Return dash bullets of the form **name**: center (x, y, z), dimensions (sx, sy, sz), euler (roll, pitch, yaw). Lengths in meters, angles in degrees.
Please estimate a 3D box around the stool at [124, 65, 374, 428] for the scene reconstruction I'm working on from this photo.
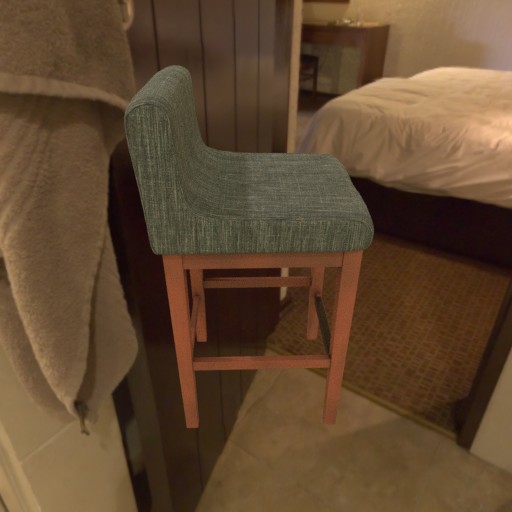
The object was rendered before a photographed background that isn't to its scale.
- **stool**: center (0.000, 0.000, 1.098), dimensions (0.459, 0.835, 0.395), euler (-1, 31, -1)
